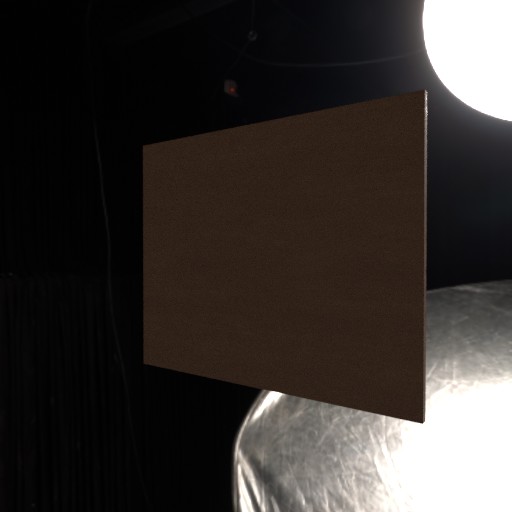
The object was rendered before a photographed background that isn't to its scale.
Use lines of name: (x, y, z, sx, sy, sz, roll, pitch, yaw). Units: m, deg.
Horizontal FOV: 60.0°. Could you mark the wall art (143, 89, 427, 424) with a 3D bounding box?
wall art: (0.000, 0.000, 0.691, 0.508, 0.408, 0.012, 1, 1, 35)
